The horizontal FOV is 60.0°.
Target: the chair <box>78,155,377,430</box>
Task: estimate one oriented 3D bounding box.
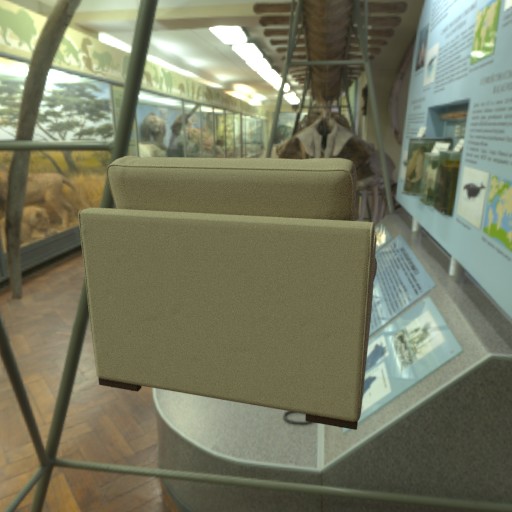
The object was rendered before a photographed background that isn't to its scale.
[{"bbox_3d":[0.000,0.000,2.215,1.293,1.005,1.274,2,16,8],"label":"chair"}]
